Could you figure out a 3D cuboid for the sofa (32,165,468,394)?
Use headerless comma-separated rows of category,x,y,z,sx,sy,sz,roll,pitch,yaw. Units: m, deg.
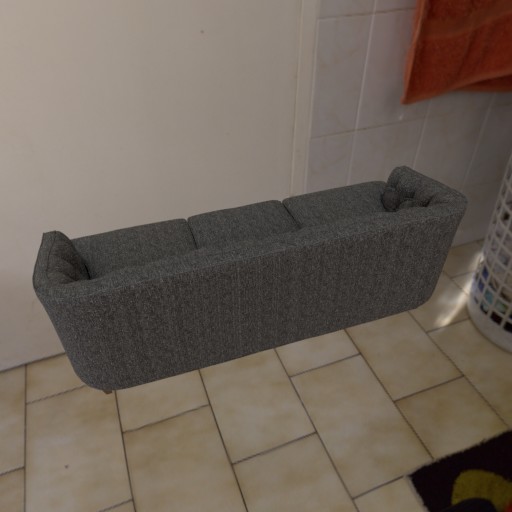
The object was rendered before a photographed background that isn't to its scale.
sofa,0.000,0.000,2.643,2.278,0.855,0.941,-12,43,-14
